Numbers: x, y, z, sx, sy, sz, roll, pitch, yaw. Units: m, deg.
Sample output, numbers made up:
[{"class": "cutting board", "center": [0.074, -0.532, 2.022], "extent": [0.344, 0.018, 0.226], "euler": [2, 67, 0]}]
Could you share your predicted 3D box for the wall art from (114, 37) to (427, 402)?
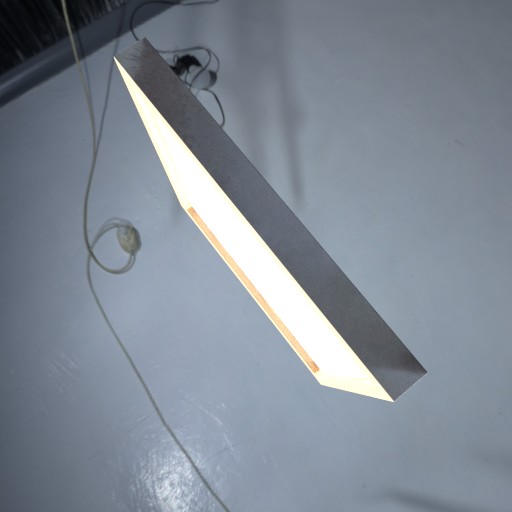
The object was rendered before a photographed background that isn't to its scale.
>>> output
[{"class": "wall art", "center": [0.000, 0.000, 0.442], "extent": [0.028, 0.303, 0.303], "euler": [-37, 79, -9]}]
